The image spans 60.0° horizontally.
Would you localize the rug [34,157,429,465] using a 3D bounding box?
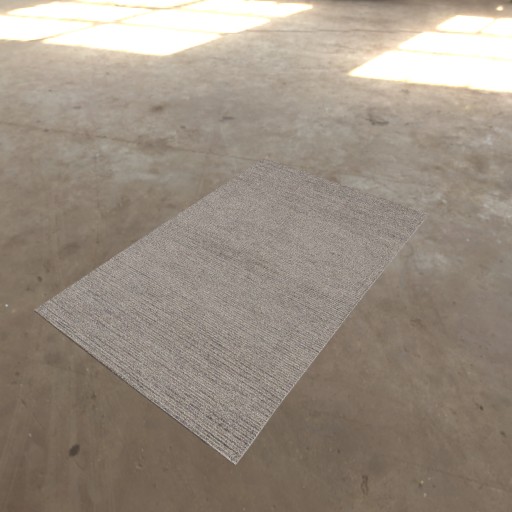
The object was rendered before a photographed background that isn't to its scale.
[{"bbox_3d":[0.000,0.000,2.278,1.162,0.022,1.804,26,47,27],"label":"rug"}]
